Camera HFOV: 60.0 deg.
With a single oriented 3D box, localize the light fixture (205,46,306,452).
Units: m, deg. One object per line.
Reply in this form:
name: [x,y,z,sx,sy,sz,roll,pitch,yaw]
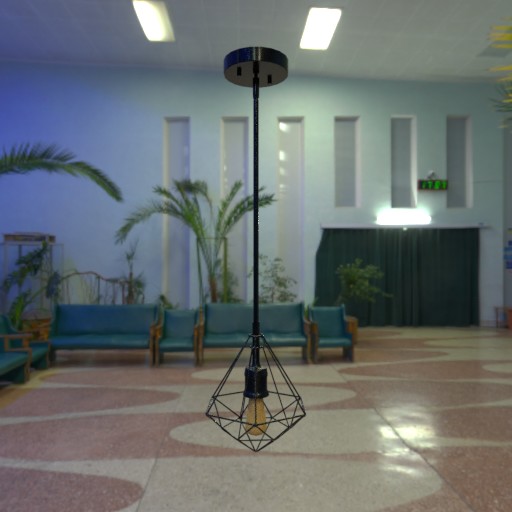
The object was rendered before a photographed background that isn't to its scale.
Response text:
light fixture: [0.000,0.000,2.008,0.431,1.764,0.487,0,-1,1]
